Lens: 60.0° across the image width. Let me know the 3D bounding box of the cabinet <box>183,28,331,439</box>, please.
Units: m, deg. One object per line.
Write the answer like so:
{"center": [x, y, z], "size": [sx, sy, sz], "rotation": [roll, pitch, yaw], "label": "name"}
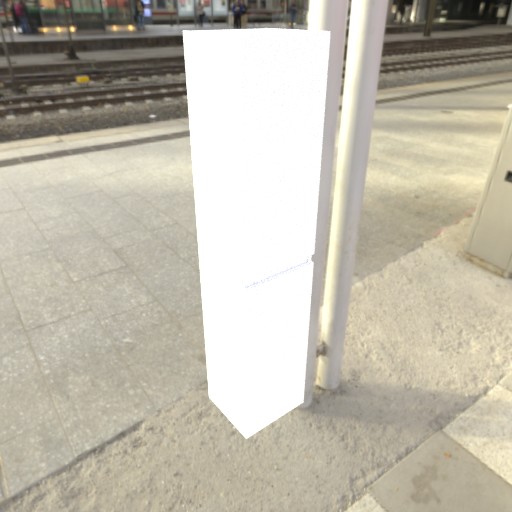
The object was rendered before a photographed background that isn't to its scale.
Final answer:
{"center": [0.000, 0.000, 1.546], "size": [0.300, 1.400, 0.269], "rotation": [-21, 35, -32], "label": "cabinet"}
